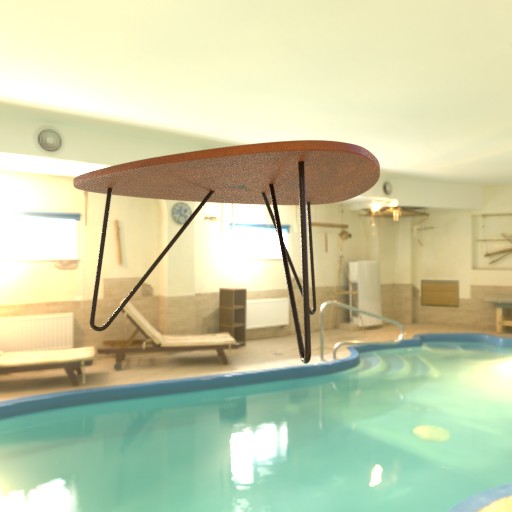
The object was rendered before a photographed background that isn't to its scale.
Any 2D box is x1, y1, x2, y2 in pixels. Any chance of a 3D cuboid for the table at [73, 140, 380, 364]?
[{"bbox_3d":[0.000,0.000,1.273,0.833,0.413,0.821,0,0,35],"label":"table"}]
